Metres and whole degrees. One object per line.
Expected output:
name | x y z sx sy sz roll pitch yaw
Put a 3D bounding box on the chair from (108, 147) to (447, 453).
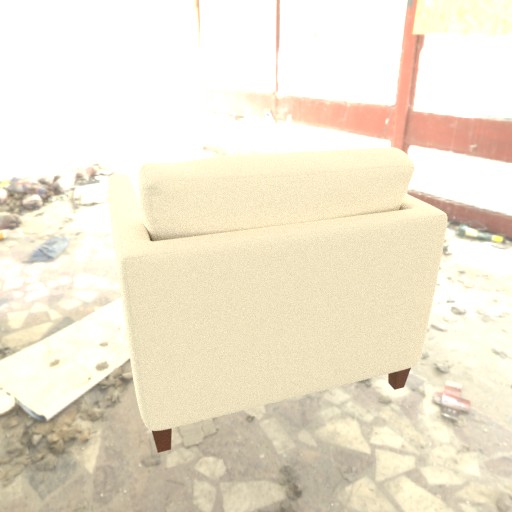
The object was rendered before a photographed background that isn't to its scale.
chair | 0.000 0.000 1.699 1.019 0.885 0.878 -8 26 -17
